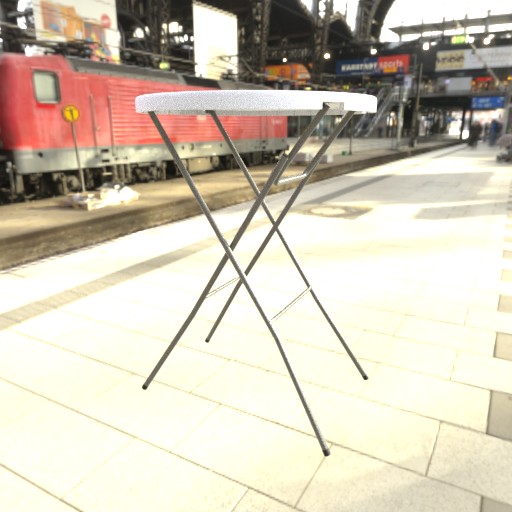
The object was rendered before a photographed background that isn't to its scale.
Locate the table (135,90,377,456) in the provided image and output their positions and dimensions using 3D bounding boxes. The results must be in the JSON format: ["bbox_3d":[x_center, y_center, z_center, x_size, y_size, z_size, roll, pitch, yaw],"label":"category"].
[{"bbox_3d":[0.000,0.000,1.654,0.795,1.105,0.792,8,18,26],"label":"table"}]
